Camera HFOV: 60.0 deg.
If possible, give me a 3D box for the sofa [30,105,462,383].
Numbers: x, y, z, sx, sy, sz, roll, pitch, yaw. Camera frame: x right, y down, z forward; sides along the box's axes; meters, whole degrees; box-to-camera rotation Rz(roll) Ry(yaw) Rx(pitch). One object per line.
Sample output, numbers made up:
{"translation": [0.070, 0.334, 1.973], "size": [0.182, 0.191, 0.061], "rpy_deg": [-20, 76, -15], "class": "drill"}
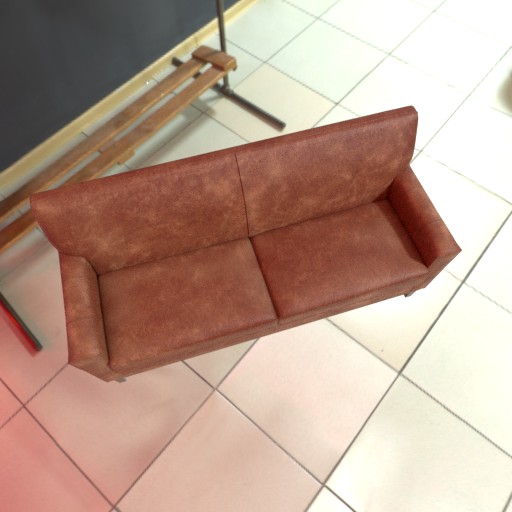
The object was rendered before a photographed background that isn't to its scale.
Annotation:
{"translation": [0.000, 0.000, 2.489], "size": [2.053, 0.947, 0.805], "rpy_deg": [-15, 64, -8], "class": "sofa"}
